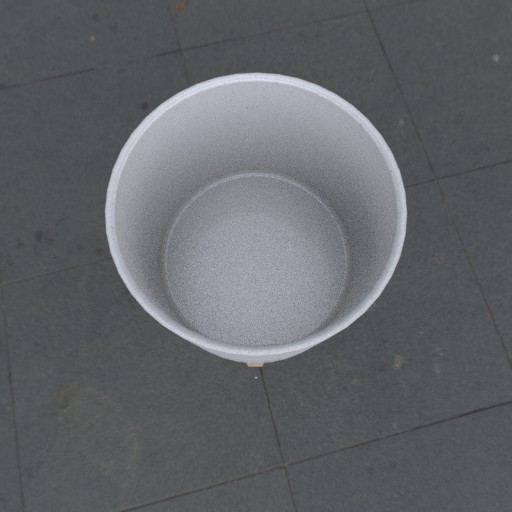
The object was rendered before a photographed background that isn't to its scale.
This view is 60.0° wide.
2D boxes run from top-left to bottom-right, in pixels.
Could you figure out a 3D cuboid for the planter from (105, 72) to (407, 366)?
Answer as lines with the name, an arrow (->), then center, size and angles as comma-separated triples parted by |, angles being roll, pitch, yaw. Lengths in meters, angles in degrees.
planter -> 0.000, 0.000, 0.530 | 0.249, 0.343, 0.249 | 0, 75, 0
